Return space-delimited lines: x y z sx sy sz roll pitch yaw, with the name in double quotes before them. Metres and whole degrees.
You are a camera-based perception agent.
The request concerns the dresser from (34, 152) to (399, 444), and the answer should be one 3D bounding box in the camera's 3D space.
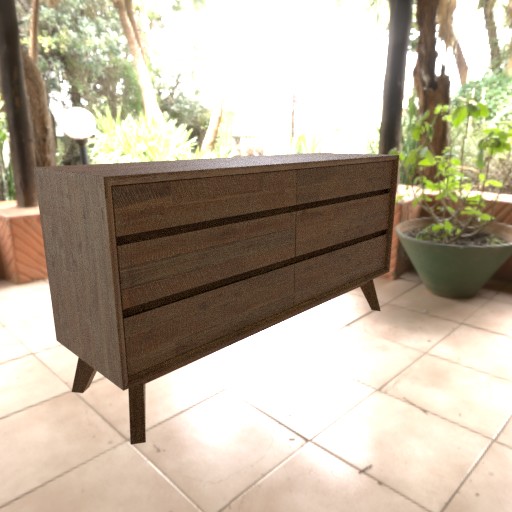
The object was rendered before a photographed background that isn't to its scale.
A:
"dresser" 0.000 0.000 1.895 0.455 0.805 1.554 15 21 42
